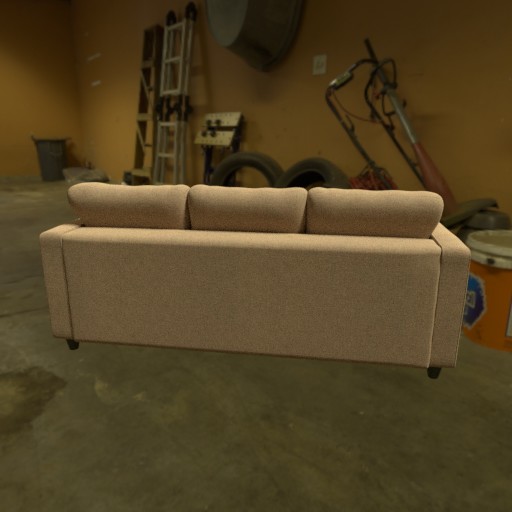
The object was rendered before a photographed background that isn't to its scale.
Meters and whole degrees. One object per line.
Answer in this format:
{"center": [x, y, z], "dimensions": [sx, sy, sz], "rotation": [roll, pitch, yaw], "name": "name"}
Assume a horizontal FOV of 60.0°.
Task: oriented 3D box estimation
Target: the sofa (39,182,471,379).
{"center": [0.000, 0.000, 2.352], "dimensions": [1.855, 0.800, 0.930], "rotation": [2, 16, 9], "name": "sofa"}
